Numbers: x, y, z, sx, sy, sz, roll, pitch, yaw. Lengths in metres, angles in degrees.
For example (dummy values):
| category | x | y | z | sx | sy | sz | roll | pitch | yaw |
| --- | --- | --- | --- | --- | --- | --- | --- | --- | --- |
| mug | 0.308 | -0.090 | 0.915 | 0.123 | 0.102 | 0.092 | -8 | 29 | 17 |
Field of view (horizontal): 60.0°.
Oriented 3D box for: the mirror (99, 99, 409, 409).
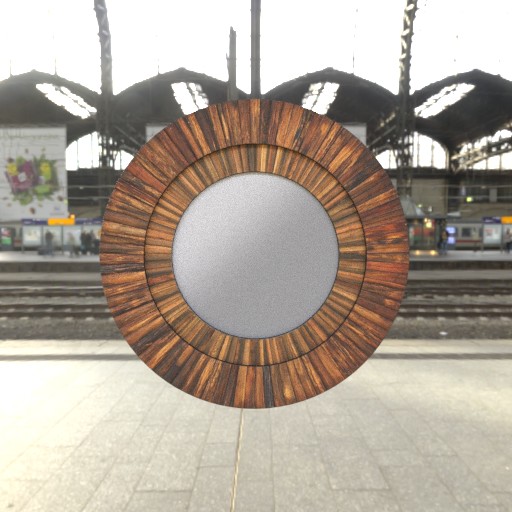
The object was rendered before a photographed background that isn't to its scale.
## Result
| category | x | y | z | sx | sy | sz | roll | pitch | yaw |
| --- | --- | --- | --- | --- | --- | --- | --- | --- | --- |
| mirror | 0.000 | 0.000 | 1.557 | 1.077 | 1.077 | 0.036 | 0 | 2 | -2 |
